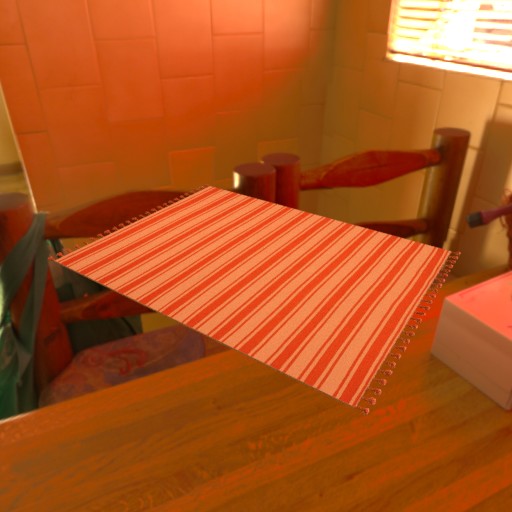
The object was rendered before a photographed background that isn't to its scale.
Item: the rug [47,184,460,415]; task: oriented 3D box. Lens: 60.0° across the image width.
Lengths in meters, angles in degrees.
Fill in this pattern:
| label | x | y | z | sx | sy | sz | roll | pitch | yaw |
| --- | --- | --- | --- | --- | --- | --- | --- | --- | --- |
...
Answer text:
| label | x | y | z | sx | sy | sz | roll | pitch | yaw |
| --- | --- | --- | --- | --- | --- | --- | --- | --- | --- |
| rug | 0.000 | 0.000 | 4.443 | 3.369 | 0.035 | 2.451 | 19 | 35 | 29 |
